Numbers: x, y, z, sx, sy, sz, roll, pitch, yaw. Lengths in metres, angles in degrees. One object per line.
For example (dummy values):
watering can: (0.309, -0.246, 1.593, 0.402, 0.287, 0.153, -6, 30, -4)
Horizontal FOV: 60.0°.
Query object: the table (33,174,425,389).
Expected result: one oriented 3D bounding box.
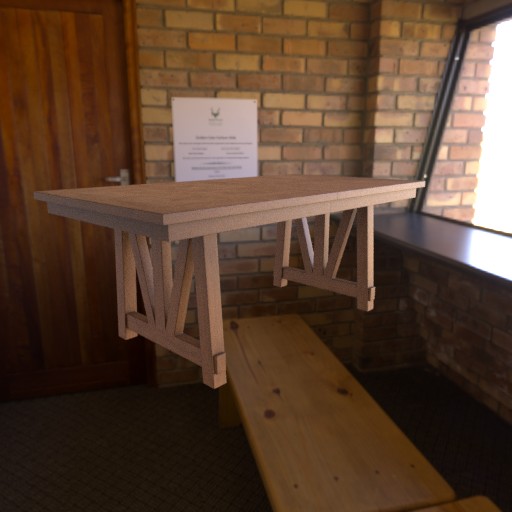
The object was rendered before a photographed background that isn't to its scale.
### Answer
table: (0.000, 0.000, 2.435, 1.016, 0.768, 1.881, 13, 19, 42)
